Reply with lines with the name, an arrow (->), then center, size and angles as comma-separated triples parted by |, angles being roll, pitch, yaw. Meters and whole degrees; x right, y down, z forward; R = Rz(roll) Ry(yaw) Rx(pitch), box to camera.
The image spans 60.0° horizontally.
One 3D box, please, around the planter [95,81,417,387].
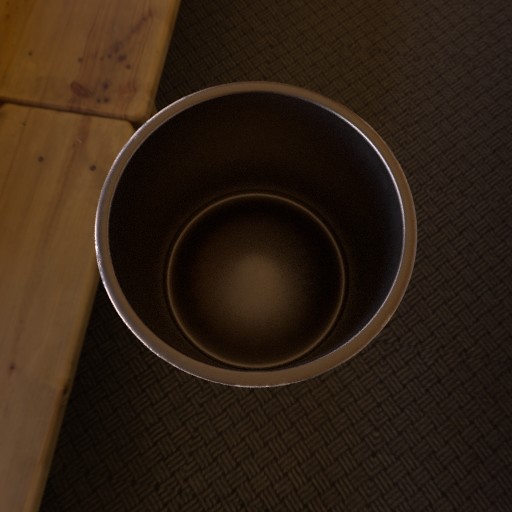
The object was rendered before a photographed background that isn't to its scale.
planter -> 0.000, 0.000, 0.447 | 0.254, 0.221, 0.254 | 0, 75, 0
